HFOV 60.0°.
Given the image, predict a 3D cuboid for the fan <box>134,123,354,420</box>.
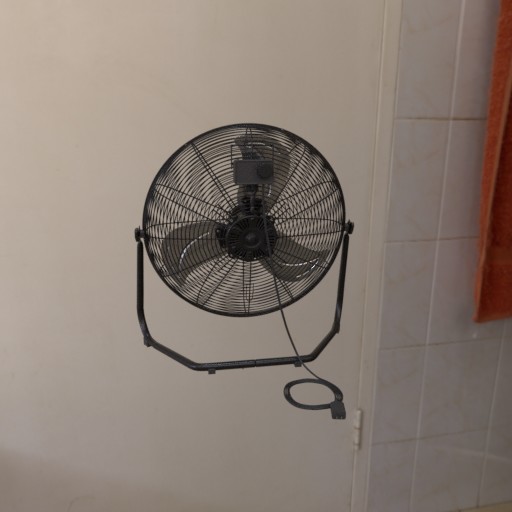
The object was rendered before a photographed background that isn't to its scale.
[{"bbox_3d":[0.000,0.000,0.940,0.555,0.546,0.424,-2,15,-9],"label":"fan"}]
